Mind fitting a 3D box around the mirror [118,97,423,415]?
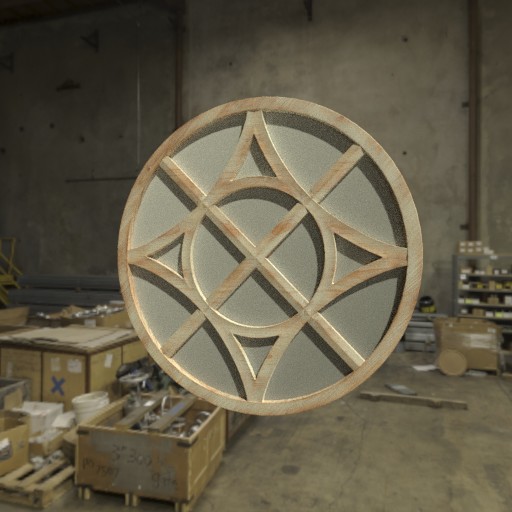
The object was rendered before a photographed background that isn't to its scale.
[{"bbox_3d":[0.000,0.000,1.011,0.710,0.710,0.038,0,0,18],"label":"mirror"}]
